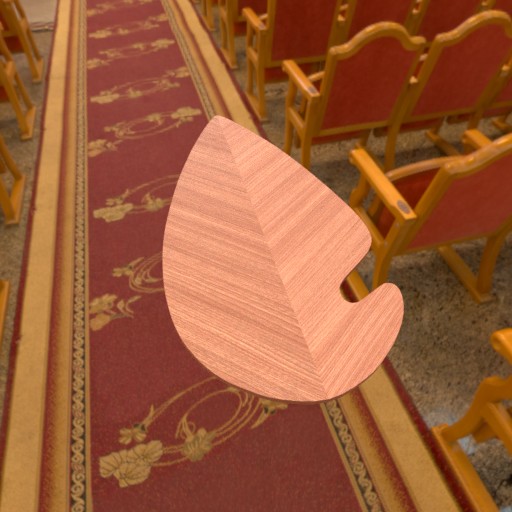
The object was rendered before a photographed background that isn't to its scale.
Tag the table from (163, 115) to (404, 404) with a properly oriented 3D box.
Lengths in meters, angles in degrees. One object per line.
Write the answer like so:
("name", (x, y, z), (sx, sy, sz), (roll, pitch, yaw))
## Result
("table", (0.000, 0.000, 1.462), (0.598, 0.360, 1.199), (-11, 48, -10))
